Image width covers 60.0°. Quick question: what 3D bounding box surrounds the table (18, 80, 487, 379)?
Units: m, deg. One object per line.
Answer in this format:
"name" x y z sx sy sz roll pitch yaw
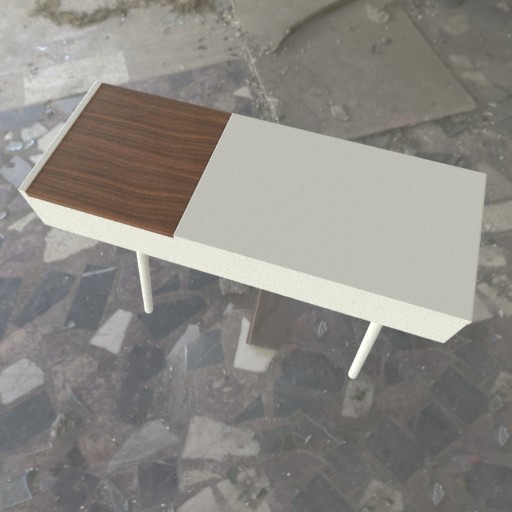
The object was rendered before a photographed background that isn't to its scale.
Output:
"table" 0.000 0.000 1.423 1.066 0.785 0.418 16 63 8
